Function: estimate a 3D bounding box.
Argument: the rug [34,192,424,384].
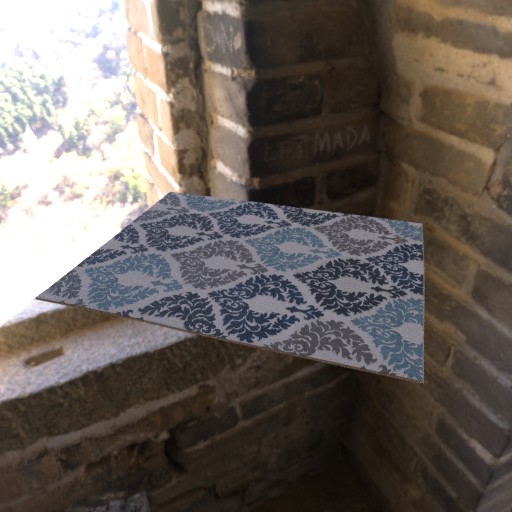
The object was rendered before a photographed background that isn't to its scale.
[{"bbox_3d":[0.000,0.000,4.212,3.040,0.014,2.423,9,32,15],"label":"rug"}]
